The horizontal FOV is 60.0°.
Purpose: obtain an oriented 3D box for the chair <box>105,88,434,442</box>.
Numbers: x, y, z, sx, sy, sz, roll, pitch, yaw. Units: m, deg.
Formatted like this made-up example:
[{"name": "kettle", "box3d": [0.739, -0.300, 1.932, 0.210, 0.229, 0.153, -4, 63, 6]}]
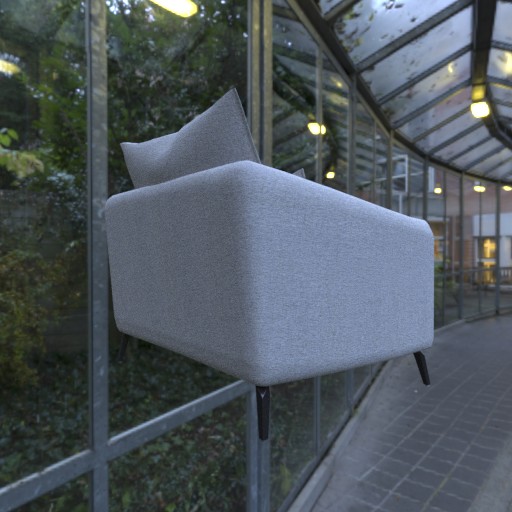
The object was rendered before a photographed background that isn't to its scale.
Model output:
[{"name": "chair", "box3d": [0.000, 0.000, 1.613, 0.801, 0.856, 1.029, -1, 1, -38]}]
